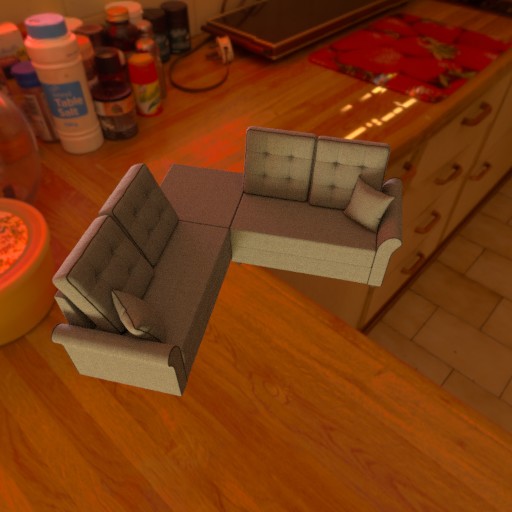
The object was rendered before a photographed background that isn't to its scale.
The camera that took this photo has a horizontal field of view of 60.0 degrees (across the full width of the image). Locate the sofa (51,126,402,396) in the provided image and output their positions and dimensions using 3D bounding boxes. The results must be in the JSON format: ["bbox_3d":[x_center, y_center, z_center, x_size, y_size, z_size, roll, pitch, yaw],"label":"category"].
[{"bbox_3d":[0.000,0.000,3.272,2.070,0.988,2.068,9,47,9],"label":"sofa"}]
